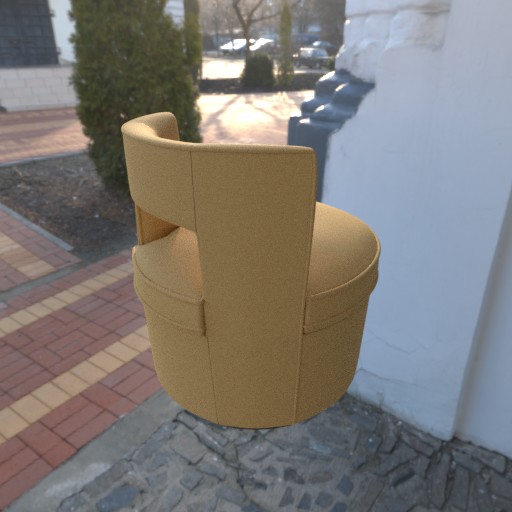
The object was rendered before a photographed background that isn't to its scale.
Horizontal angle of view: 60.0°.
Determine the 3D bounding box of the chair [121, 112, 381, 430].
[{"bbox_3d":[0.000,0.000,1.220,0.665,0.723,0.650,-18,31,-32],"label":"chair"}]
